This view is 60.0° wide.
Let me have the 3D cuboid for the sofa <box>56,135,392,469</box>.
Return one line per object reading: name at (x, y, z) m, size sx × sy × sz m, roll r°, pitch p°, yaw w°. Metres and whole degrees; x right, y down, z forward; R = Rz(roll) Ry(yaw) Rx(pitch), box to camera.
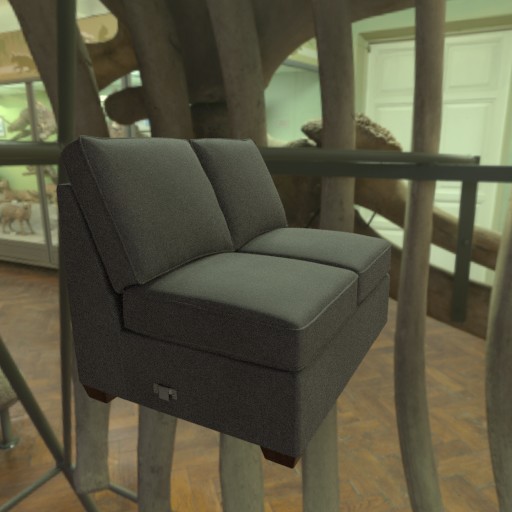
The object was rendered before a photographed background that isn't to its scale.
sofa at (0.000, 0.000, 1.938) m, size 0.951 × 1.008 × 1.237 m, roll 7°, pitch 16°, yaw 27°
